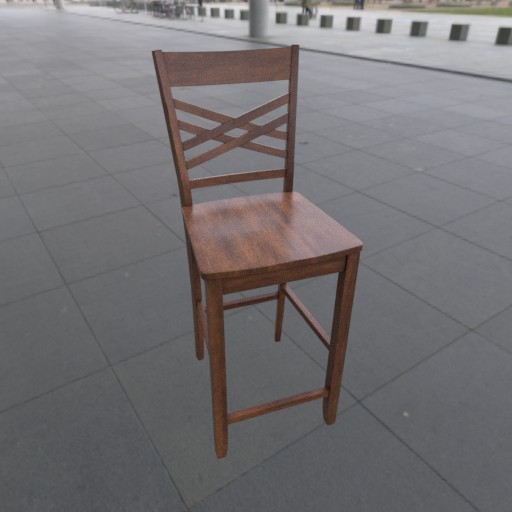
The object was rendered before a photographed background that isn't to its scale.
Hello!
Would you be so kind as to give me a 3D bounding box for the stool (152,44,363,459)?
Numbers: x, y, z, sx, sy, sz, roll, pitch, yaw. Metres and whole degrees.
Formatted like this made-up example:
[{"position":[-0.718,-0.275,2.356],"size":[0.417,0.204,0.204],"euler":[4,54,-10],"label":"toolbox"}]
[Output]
[{"position":[0.000,0.000,1.330],"size":[0.426,1.098,0.504],"euler":[-10,32,-16],"label":"stool"}]
